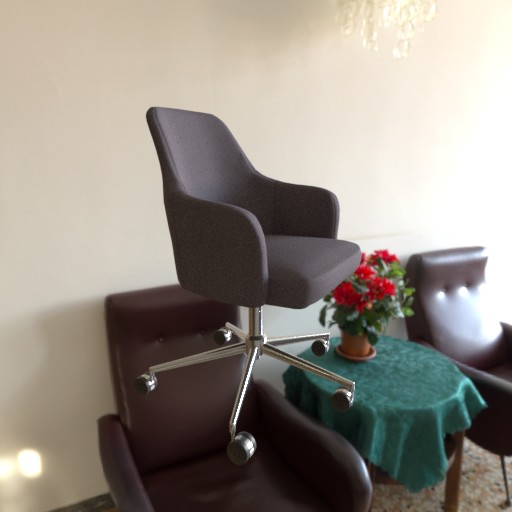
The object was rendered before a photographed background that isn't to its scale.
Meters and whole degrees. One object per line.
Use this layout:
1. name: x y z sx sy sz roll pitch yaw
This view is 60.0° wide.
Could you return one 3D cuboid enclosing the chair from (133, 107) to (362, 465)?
1. chair: 0.000 0.000 1.262 0.600 0.820 0.655 7 15 27
